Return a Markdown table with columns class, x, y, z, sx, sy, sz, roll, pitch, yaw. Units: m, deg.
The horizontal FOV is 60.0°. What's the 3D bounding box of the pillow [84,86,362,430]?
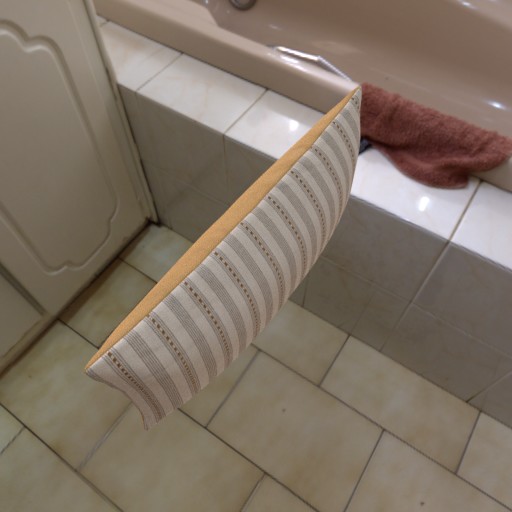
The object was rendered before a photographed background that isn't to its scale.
| class | x | y | z | sx | sy | sz | roll | pitch | yaw |
| --- | --- | --- | --- | --- | --- | --- | --- | --- | --- |
| pillow | 0.000 | 0.000 | 0.728 | 0.151 | 0.291 | 0.608 | 32 | 63 | 19 |
